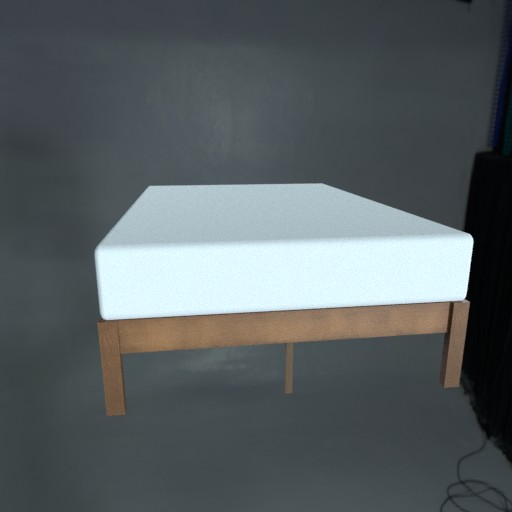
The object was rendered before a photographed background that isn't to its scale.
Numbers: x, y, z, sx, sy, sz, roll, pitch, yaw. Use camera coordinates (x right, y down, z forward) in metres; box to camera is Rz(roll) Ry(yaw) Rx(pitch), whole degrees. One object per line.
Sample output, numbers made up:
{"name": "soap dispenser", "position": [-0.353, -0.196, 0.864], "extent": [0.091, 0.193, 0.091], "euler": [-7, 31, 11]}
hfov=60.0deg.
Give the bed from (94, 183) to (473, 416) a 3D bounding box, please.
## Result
{"name": "bed", "position": [0.000, 0.000, 2.508], "extent": [1.348, 0.616, 1.927], "euler": [-2, 15, -8]}
